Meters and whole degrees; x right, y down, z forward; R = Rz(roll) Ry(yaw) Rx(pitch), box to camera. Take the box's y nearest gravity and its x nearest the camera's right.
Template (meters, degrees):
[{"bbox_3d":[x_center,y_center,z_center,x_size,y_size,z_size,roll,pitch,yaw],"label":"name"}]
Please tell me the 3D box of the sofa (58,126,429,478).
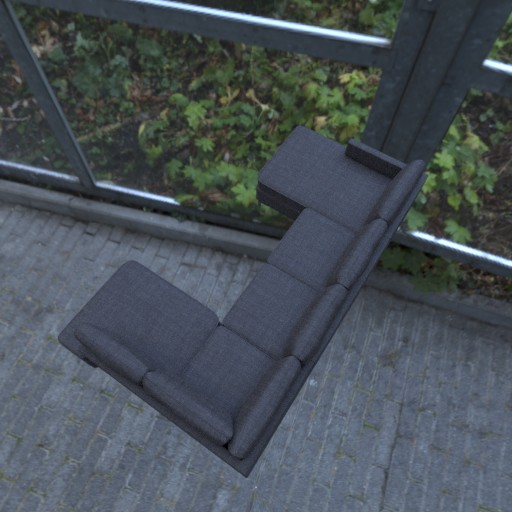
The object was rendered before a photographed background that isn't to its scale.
[{"bbox_3d":[0.000,0.000,4.379,2.048,0.999,3.423,31,67,15],"label":"sofa"}]
